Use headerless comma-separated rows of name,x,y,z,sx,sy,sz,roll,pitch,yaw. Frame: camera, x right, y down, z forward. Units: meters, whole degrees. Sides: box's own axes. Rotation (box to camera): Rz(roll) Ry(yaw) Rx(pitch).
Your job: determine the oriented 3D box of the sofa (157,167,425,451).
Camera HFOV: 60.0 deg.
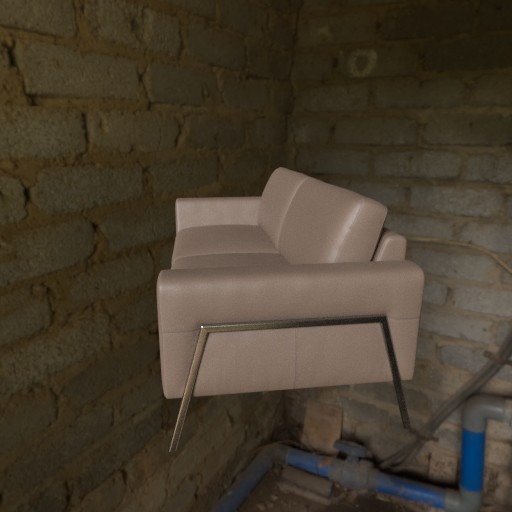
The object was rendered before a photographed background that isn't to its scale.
sofa,0.000,0.000,2.500,0.953,0.875,2.017,-2,16,-8
